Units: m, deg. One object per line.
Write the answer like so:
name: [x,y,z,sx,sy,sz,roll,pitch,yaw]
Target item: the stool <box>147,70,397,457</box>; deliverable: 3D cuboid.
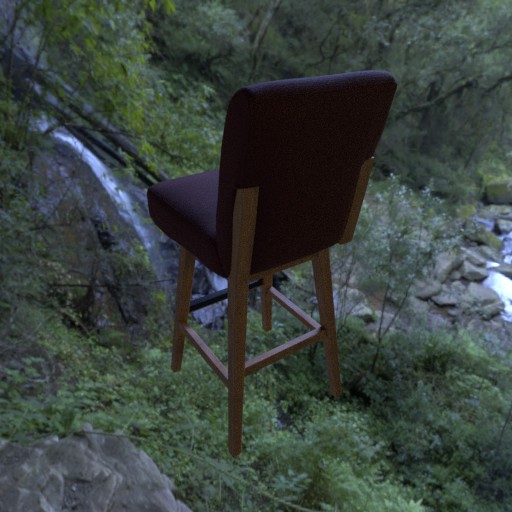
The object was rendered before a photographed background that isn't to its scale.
stool: [0.000,0.000,1.358,0.468,1.093,0.562,-19,35,-29]
